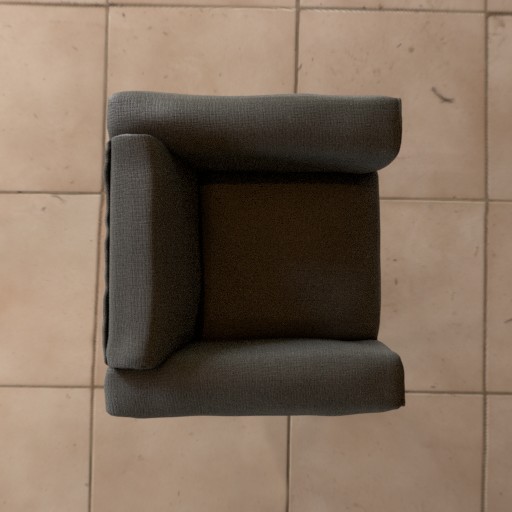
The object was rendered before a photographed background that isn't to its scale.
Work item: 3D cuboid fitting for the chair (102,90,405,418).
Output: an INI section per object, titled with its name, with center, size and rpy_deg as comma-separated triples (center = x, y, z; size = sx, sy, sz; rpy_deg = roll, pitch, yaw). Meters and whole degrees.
[chair]
center = 0.000, 0.000, 1.637
size = 0.969, 0.646, 1.056
rpy_deg = 0, 89, -1
